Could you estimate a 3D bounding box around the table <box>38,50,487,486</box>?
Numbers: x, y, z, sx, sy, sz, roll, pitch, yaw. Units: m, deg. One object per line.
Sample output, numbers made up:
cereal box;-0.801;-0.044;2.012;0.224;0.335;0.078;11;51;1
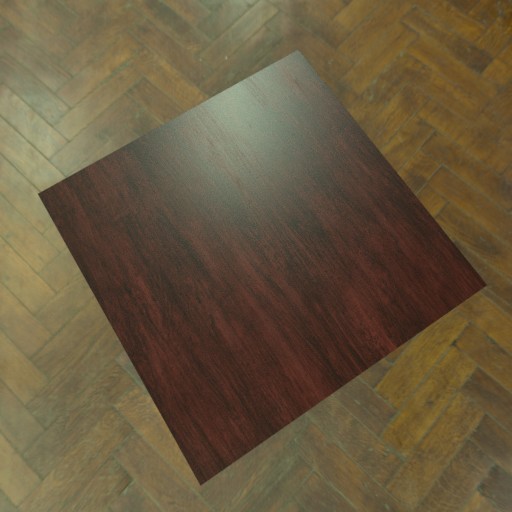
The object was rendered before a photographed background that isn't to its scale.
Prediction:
table;0.000;0.000;1.351;0.865;0.356;0.865;-32;77;-8
